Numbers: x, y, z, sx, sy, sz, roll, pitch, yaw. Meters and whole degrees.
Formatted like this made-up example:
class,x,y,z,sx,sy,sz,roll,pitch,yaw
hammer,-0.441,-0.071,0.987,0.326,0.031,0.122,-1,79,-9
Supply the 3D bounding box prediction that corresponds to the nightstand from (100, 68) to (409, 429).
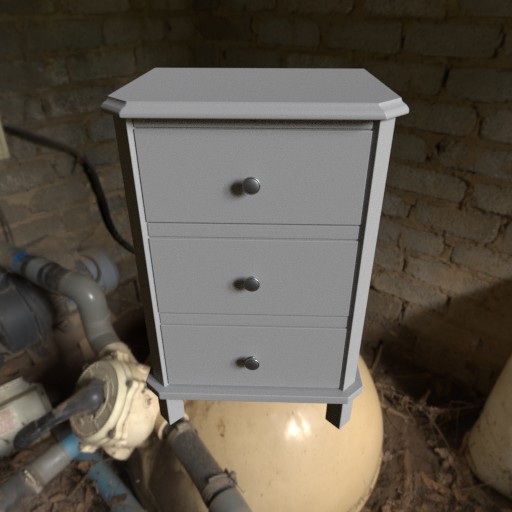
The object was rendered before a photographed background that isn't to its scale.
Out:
class,x,y,z,sx,sy,sz,roll,pitch,yaw
nightstand,0.000,0.000,0.922,0.450,0.680,0.350,1,30,2
